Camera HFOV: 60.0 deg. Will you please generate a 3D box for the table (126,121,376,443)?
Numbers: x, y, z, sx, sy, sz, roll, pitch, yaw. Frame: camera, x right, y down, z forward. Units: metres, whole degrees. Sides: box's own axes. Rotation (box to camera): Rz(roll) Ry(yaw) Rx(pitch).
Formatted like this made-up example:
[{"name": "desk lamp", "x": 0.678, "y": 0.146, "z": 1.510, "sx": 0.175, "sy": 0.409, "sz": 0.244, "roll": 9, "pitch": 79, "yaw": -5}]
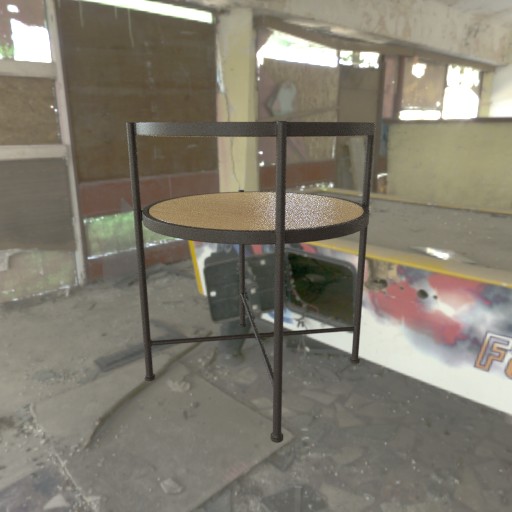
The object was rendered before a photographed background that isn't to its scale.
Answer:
[{"name": "table", "x": 0.000, "y": 0.000, "z": 1.187, "sx": 0.629, "sy": 0.684, "sz": 0.628, "roll": -3, "pitch": 16, "yaw": -9}]
